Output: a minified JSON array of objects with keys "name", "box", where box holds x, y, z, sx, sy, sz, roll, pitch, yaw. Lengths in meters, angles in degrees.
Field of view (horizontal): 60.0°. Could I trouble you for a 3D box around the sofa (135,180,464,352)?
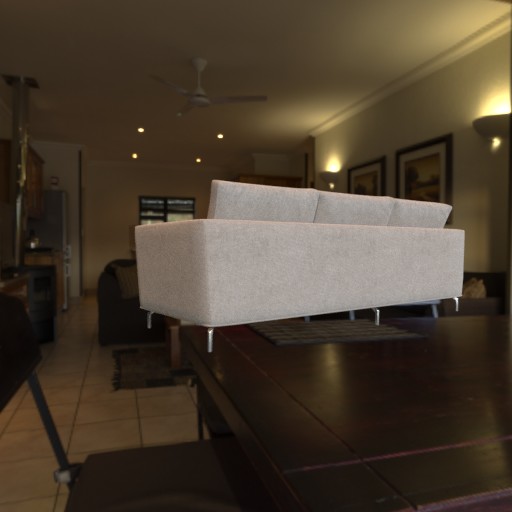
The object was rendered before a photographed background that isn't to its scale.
[{"name":"sofa","box":[0.000,0.000,3.793,2.438,0.864,2.438,-1,2,-36]}]
